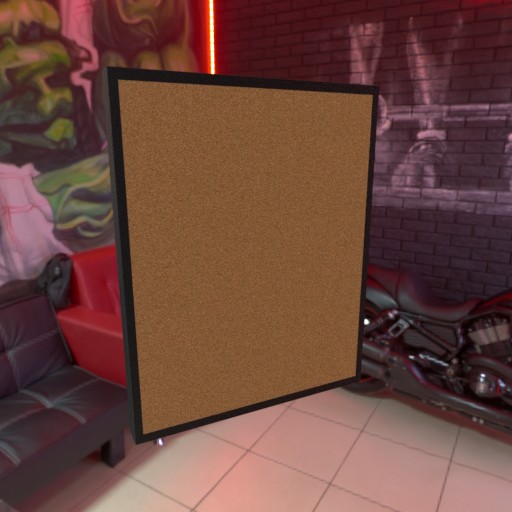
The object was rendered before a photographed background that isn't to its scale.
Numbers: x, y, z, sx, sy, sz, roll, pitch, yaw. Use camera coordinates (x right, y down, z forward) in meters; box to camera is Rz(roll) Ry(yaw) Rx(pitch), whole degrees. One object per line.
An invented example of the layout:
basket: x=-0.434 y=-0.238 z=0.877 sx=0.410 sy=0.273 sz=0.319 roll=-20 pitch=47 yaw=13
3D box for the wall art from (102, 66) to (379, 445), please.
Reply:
wall art: x=0.000 y=0.000 z=0.493 sx=0.294 sy=0.369 sz=0.030 roll=-7 pitch=16 yaw=-25
